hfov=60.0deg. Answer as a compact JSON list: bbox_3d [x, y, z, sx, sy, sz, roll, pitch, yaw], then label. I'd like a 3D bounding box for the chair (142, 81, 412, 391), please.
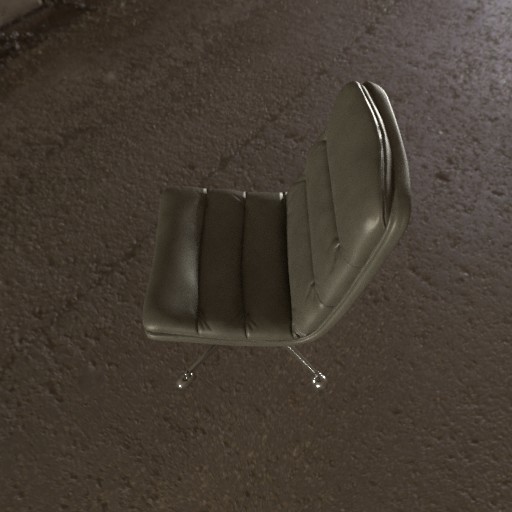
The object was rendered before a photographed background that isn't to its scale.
[{"bbox_3d":[0.000,0.000,1.032,0.485,0.738,0.422,0,57,0],"label":"chair"}]
